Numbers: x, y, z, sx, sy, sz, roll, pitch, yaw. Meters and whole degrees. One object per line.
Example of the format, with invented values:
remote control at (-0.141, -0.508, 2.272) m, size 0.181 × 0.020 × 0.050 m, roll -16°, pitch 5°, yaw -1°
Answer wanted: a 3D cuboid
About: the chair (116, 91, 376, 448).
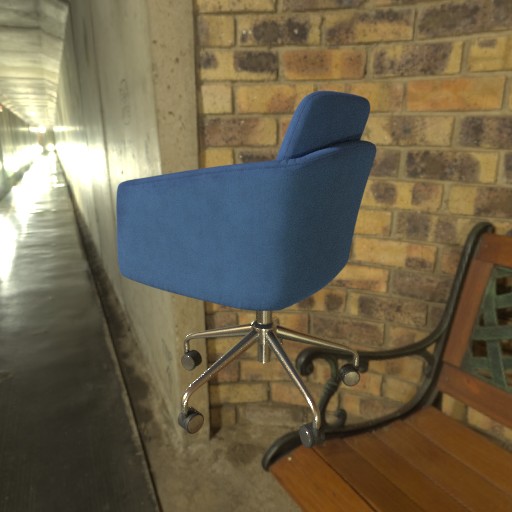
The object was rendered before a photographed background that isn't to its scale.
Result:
chair at (0.000, 0.000, 1.350) m, size 0.635 × 0.908 × 0.641 m, roll 9°, pitch 18°, yaw 27°
